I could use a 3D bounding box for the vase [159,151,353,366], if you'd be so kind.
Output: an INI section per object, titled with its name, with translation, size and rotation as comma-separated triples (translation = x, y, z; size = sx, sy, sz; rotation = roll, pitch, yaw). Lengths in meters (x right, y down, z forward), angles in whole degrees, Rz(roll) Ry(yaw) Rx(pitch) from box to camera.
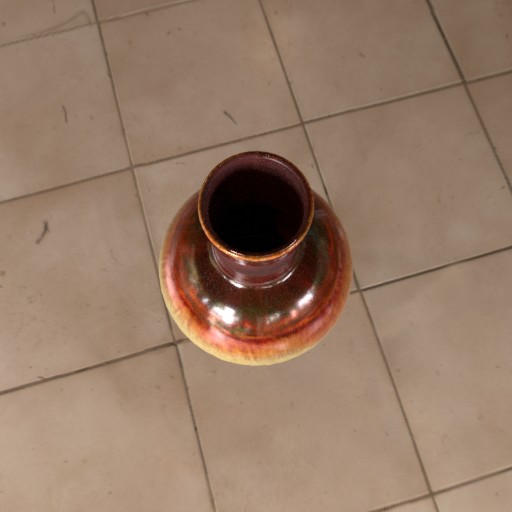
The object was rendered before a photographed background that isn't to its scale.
[vase]
translation = 0.000, 0.000, 0.230
size = 0.111, 0.154, 0.111
rotation = 0, 76, 0
